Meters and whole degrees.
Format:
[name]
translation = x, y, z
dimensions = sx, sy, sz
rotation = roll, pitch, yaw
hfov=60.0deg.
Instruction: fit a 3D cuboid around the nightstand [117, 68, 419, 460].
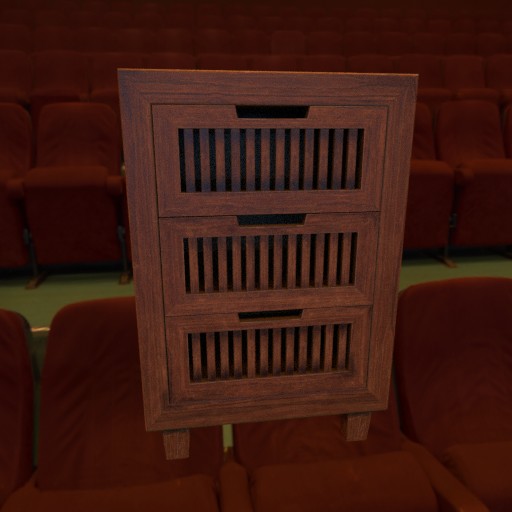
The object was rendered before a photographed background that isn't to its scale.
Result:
[nightstand]
translation = 0.000, 0.000, 0.959
dimensions = 0.465, 0.695, 0.410
rotation = -2, 16, -8
